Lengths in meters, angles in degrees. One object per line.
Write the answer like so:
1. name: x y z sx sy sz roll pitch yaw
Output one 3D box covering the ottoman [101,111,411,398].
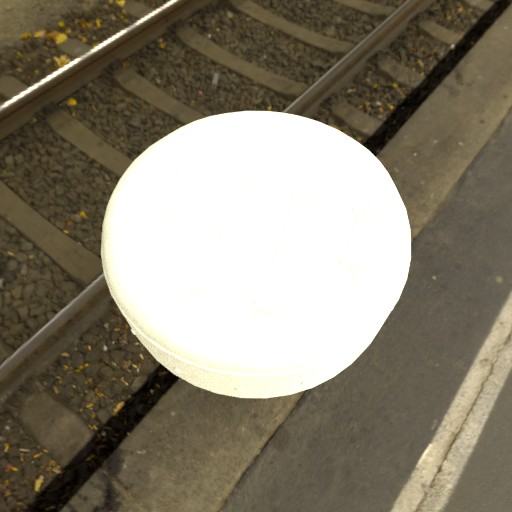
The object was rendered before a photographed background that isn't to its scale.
1. ottoman: 0.000 0.000 1.373 0.850 0.483 0.850 0 58 0
